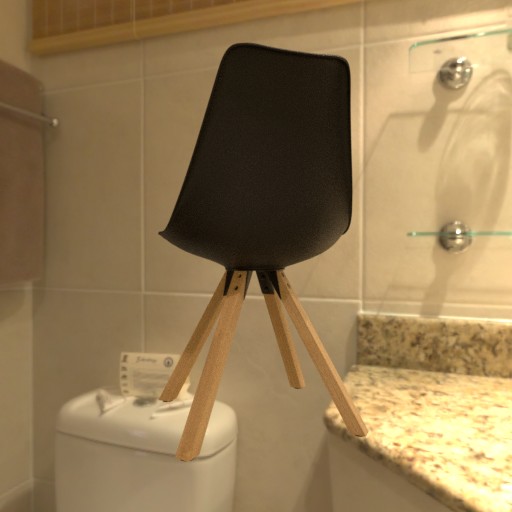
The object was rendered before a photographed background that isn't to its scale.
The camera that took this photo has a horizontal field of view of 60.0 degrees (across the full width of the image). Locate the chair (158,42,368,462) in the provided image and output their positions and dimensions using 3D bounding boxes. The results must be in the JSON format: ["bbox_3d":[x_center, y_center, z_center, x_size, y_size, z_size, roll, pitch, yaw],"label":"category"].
[{"bbox_3d":[0.000,0.000,1.151,0.485,0.850,0.549,0,1,-17],"label":"chair"}]
